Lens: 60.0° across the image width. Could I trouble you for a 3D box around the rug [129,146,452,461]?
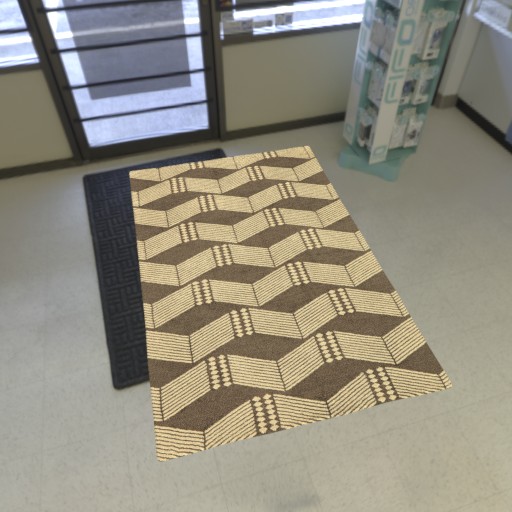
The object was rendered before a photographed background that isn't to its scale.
[{"bbox_3d":[0.000,0.000,2.329,1.210,0.016,1.833,-10,48,-10],"label":"rug"}]
